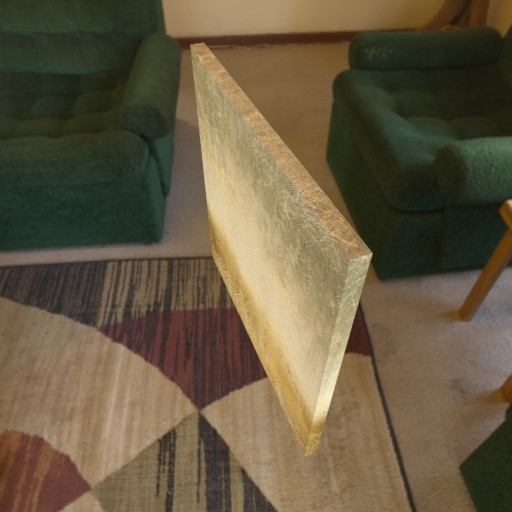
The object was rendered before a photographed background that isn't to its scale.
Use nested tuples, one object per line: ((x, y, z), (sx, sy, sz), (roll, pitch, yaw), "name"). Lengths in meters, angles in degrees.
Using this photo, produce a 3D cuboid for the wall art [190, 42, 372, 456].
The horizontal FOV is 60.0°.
((0.000, 0.000, 1.605), (0.051, 1.091, 1.092), (-17, 49, -15), "wall art")
